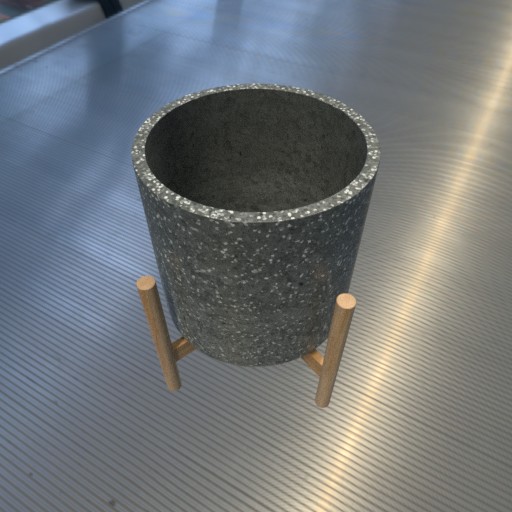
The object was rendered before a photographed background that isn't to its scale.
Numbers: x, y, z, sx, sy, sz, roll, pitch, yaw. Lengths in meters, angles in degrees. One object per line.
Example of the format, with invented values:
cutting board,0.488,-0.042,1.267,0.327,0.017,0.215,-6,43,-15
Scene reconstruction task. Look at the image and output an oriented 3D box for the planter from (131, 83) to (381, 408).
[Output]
planter,0.000,0.000,0.700,0.360,0.419,0.360,-12,48,-11
